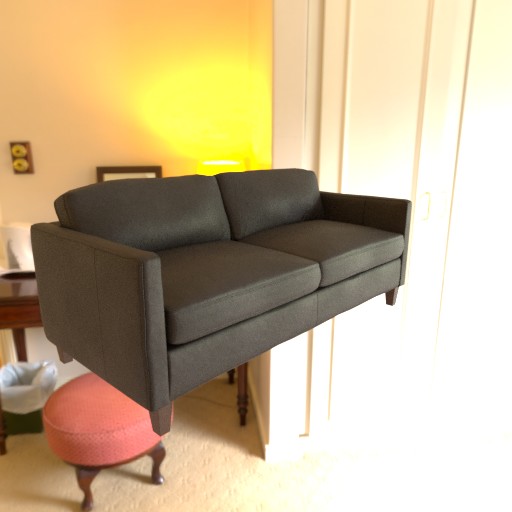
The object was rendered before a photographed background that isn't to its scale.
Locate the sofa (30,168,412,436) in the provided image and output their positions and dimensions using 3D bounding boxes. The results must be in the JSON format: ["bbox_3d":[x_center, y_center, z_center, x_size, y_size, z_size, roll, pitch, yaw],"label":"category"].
[{"bbox_3d":[0.000,0.000,2.397,0.933,0.863,1.971,13,20,42],"label":"sofa"}]
